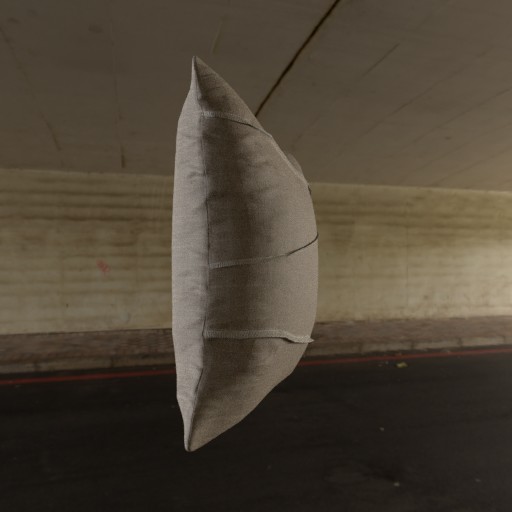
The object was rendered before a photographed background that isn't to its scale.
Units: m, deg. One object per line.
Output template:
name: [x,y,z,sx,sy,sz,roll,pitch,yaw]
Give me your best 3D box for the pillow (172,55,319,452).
pillow: [0.000,0.000,0.635,0.169,0.400,0.424,0,-1,17]
